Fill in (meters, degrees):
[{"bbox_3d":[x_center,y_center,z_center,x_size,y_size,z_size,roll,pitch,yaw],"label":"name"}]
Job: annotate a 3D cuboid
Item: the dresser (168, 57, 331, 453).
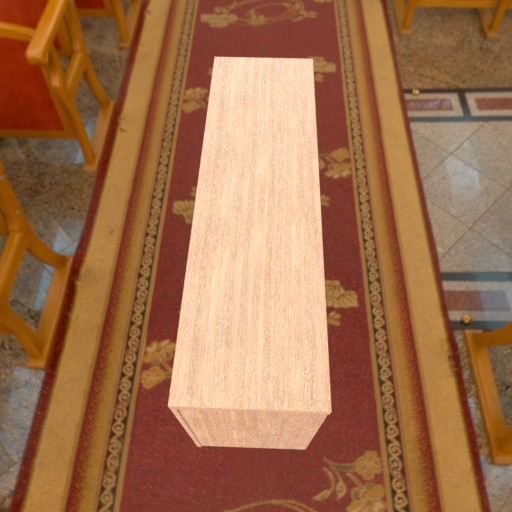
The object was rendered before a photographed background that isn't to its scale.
[{"bbox_3d":[0.000,0.000,1.979,0.457,0.914,1.524,2,59,1],"label":"dresser"}]
